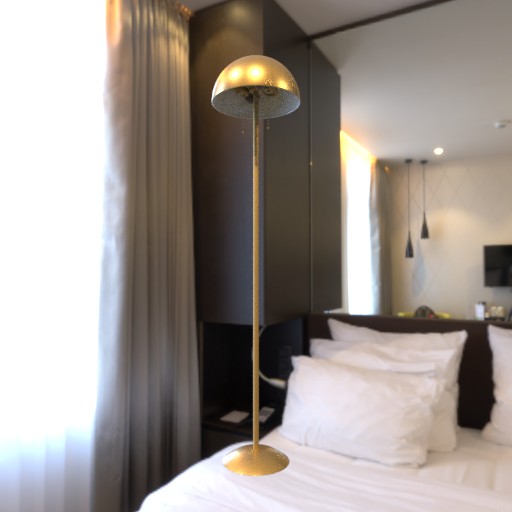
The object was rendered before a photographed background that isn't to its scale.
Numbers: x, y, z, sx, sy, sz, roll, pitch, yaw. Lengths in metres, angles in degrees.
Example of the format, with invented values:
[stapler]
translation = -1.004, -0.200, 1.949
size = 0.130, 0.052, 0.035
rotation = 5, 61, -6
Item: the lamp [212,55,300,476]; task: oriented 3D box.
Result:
[lamp]
translation = 0.000, 0.000, 1.628
size = 0.328, 1.480, 0.328
rotation = 0, -2, 0
